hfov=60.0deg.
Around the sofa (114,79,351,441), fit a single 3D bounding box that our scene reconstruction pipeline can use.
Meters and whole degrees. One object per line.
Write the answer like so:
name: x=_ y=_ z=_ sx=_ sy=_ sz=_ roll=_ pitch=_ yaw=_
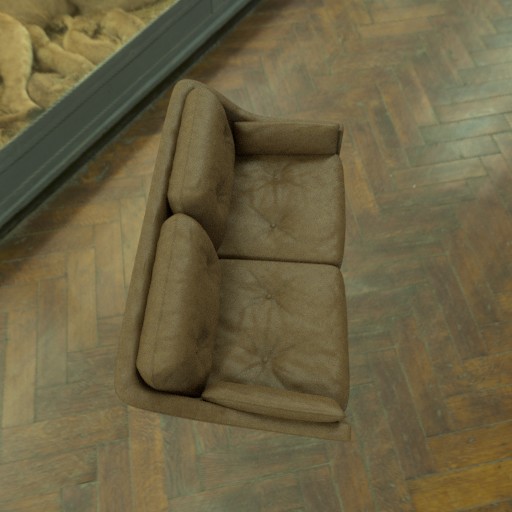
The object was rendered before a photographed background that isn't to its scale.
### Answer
sofa: x=0.000 y=0.000 z=2.294 sx=0.981 sy=0.886 sz=1.731 roll=3 pitch=64 yaw=2
